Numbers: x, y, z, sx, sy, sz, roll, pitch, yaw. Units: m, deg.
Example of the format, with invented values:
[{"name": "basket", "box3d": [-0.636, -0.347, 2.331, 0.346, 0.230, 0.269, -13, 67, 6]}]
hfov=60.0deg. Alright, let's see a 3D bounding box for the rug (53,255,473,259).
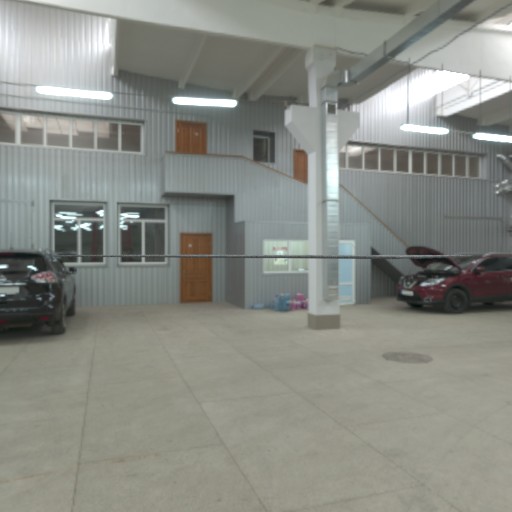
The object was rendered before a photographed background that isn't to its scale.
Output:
[{"name": "rug", "box3d": [0.000, 0.000, 3.070, 2.476, 0.011, 1.554, 0, 0, 36]}]
